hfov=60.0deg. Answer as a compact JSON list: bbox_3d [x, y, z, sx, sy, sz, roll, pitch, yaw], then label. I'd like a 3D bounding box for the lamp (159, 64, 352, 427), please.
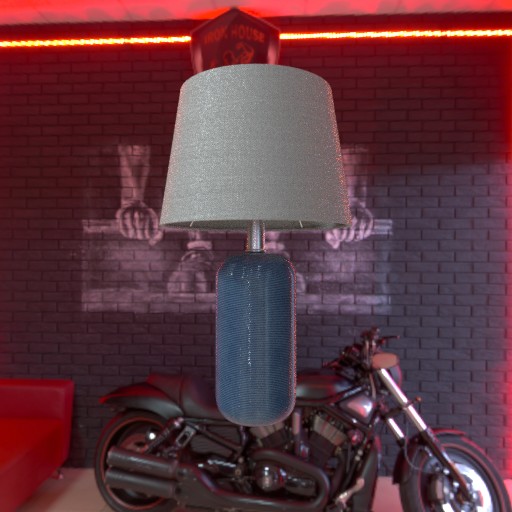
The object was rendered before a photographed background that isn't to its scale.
[{"bbox_3d":[0.000,0.000,0.593,0.253,0.428,0.253,0,0,0],"label":"lamp"}]
